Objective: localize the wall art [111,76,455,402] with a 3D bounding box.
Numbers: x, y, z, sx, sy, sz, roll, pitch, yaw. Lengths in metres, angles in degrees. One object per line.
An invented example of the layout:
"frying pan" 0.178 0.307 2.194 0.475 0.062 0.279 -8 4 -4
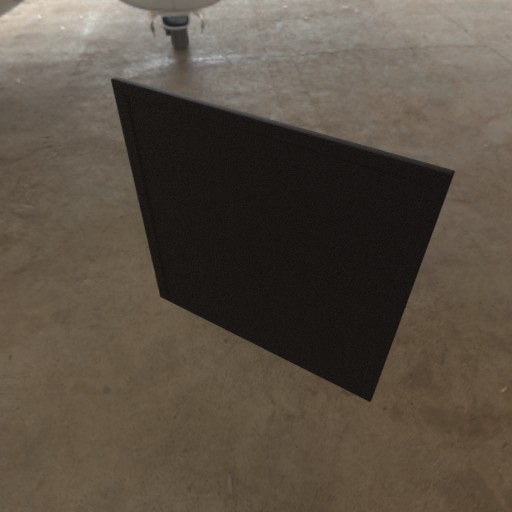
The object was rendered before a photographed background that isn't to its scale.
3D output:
"wall art" 0.000 0.000 0.836 0.562 0.558 0.012 23 48 22
